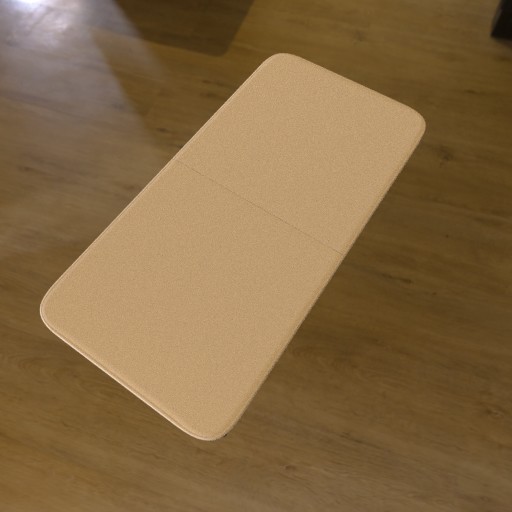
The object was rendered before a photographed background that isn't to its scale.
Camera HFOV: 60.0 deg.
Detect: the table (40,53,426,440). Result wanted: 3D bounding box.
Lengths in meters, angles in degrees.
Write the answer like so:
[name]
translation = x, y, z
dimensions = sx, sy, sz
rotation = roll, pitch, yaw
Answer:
[table]
translation = 0.000, 0.000, 1.642
dimensions = 0.611, 0.737, 1.245
rotation = 31, 68, 14
